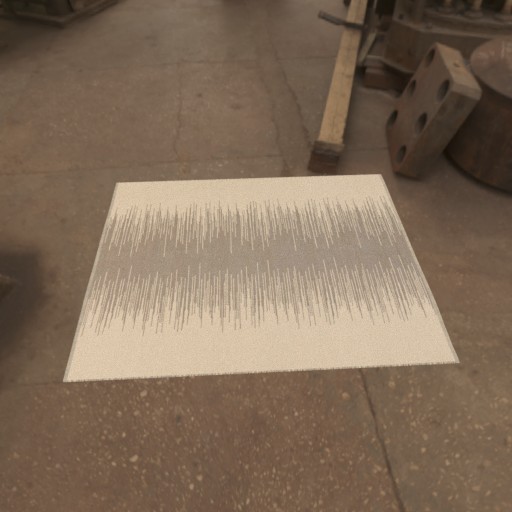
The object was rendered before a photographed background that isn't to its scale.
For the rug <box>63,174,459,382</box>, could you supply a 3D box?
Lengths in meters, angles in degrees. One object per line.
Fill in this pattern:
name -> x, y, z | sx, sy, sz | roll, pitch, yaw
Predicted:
rug -> 0.000, 0.000, 4.210 | 3.037, 0.010, 2.453 | -2, 46, -2
